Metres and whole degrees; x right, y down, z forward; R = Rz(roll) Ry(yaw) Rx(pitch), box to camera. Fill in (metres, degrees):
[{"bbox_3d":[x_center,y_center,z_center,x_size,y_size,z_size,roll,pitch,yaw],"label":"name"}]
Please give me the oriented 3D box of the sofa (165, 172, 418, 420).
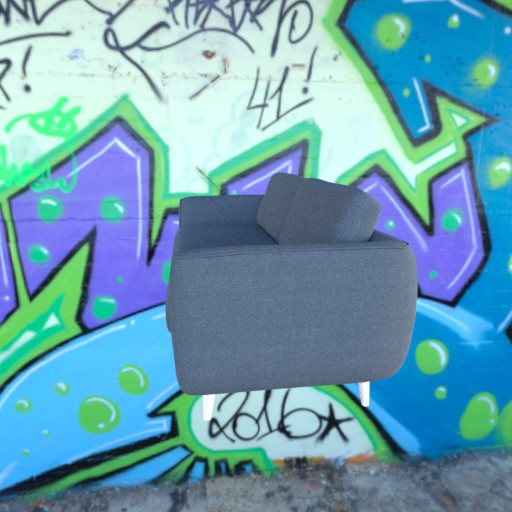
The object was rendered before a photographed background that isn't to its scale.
[{"bbox_3d":[0.000,0.000,2.420,0.920,0.850,2.000,-2,13,-9],"label":"sofa"}]
